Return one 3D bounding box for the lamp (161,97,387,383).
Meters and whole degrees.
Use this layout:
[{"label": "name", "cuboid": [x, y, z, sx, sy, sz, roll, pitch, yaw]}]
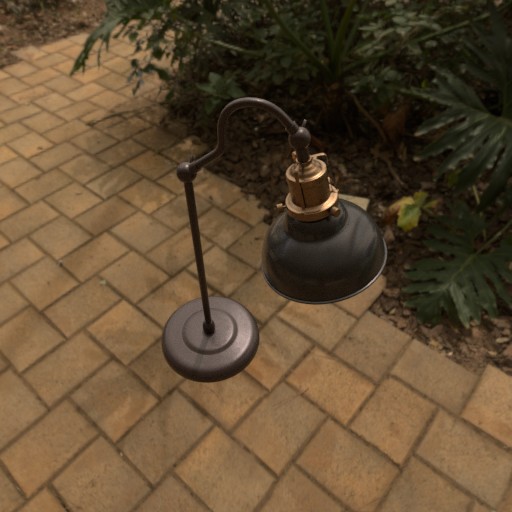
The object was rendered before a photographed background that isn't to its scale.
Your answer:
[{"label": "lamp", "cuboid": [0.000, 0.000, 0.676, 0.374, 0.508, 0.192, 9, 47, 8]}]
